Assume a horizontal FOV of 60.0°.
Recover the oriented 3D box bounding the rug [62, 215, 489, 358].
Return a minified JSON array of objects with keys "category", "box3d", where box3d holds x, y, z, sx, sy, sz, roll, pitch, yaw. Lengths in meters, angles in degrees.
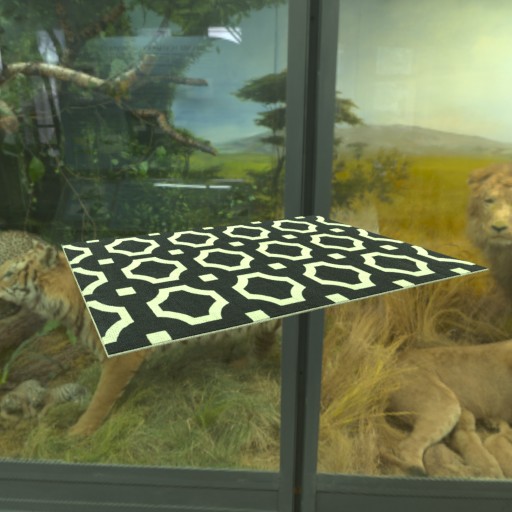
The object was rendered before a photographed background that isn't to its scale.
[{"category":"rug","box3d":[0.000,0.000,4.020,3.049,0.021,2.466,-9,19,-27]}]
